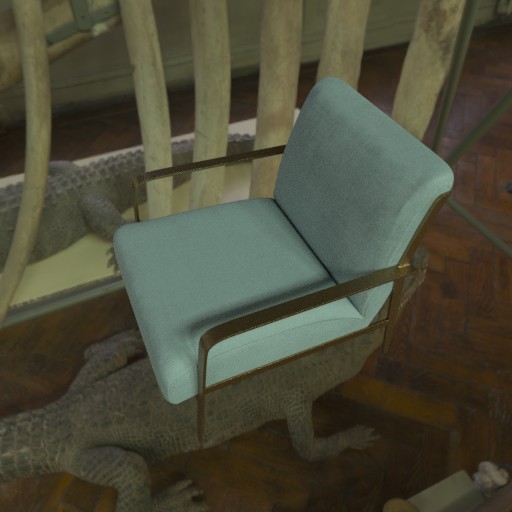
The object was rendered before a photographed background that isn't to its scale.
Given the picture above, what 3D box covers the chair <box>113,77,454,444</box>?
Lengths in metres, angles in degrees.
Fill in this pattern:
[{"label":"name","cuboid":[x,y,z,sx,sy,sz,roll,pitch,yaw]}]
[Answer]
[{"label":"chair","cuboid":[0.000,0.000,1.455,0.842,0.824,0.701,-19,50,-16]}]
